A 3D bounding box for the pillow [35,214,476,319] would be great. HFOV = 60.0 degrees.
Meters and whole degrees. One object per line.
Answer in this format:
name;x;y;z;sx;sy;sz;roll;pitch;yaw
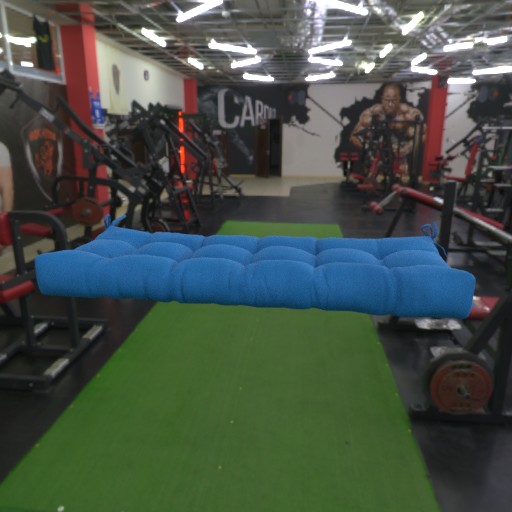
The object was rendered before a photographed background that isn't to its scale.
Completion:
pillow;0.000;0.000;1.340;1.194;0.174;0.511;2;16;8
